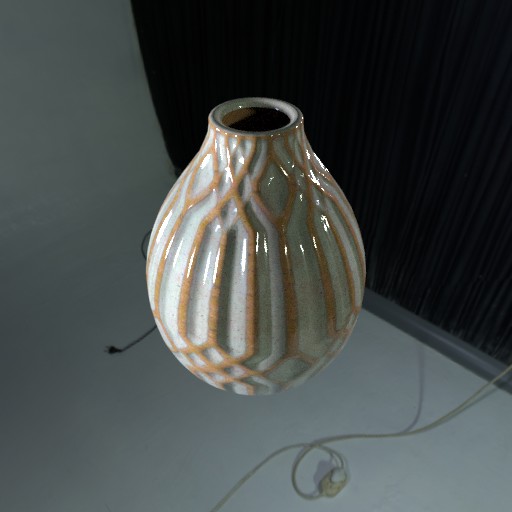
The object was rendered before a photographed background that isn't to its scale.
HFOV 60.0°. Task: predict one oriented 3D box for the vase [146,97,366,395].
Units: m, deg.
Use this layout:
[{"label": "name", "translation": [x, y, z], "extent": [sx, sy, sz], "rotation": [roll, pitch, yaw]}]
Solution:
[{"label": "vase", "translation": [0.000, 0.000, 0.264], "extent": [0.131, 0.175, 0.131], "rotation": [0, 41, 0]}]
